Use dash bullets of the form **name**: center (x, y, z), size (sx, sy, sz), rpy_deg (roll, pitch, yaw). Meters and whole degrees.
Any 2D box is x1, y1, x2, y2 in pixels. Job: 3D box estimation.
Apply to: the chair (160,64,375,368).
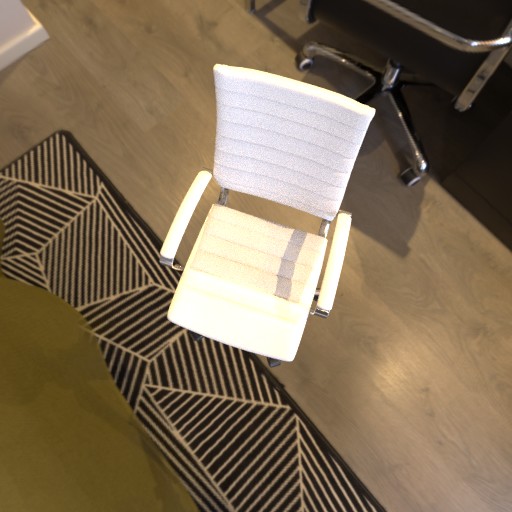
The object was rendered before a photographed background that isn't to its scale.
- **chair**: center (0.000, 0.000, 1.603), size (0.679, 1.149, 0.679), rpy_deg (18, 75, 5)
